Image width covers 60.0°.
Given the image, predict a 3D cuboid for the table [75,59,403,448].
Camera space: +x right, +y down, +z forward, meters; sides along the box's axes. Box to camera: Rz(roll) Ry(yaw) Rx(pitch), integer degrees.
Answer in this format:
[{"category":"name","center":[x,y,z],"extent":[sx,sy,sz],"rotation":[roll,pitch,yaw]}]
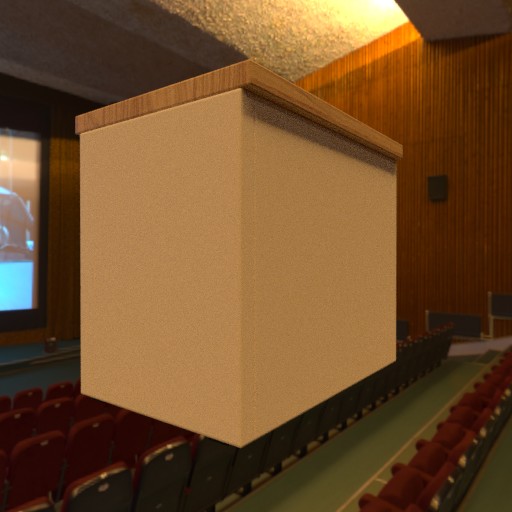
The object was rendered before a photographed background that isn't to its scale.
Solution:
[{"category":"table","center":[0.000,0.000,0.796],"extent":[0.360,0.440,0.500],"rotation":[0,1,37]}]
